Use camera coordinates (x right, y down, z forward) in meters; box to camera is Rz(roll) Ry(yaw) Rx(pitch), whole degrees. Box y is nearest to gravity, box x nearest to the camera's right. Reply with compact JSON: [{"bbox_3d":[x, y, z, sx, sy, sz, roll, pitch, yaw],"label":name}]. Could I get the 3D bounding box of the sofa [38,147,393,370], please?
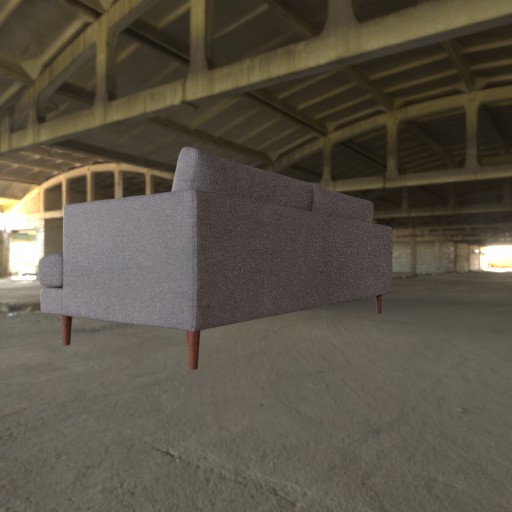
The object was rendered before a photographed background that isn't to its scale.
[{"bbox_3d":[0.000,0.000,2.766,1.020,0.868,2.250,0,-1,35],"label":"sofa"}]
